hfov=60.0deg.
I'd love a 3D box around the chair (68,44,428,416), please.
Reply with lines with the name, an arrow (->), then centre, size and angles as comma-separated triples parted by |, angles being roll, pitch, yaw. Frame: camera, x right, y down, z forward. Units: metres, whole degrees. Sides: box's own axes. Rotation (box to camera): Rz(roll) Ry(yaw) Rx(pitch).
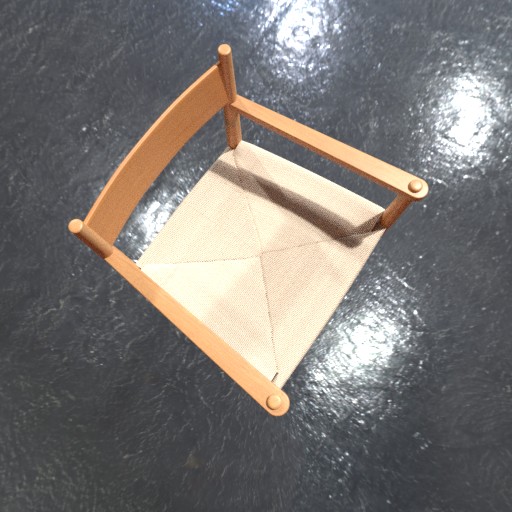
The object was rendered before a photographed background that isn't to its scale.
chair -> 0.000, 0.000, 1.120 | 0.495, 0.762, 0.556 | 34, 78, 8
